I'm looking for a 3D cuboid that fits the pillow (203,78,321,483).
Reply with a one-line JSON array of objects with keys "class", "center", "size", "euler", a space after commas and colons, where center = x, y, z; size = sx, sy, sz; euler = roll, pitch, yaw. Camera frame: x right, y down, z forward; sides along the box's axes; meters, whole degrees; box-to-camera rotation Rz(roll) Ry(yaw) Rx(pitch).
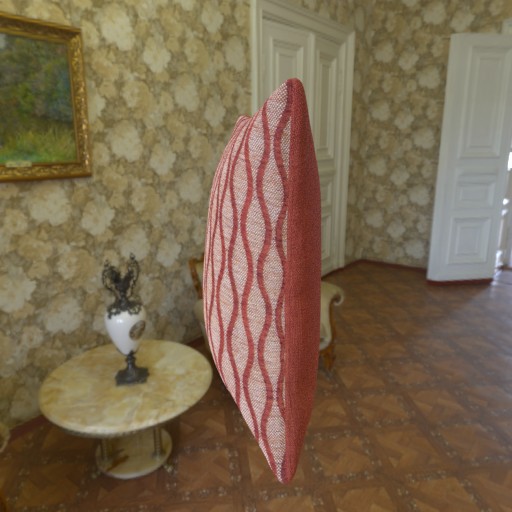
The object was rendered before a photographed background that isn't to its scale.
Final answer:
[{"class": "pillow", "center": [0.000, 0.000, 0.654], "size": [0.159, 0.434, 0.429], "euler": [-2, 14, -9]}]
